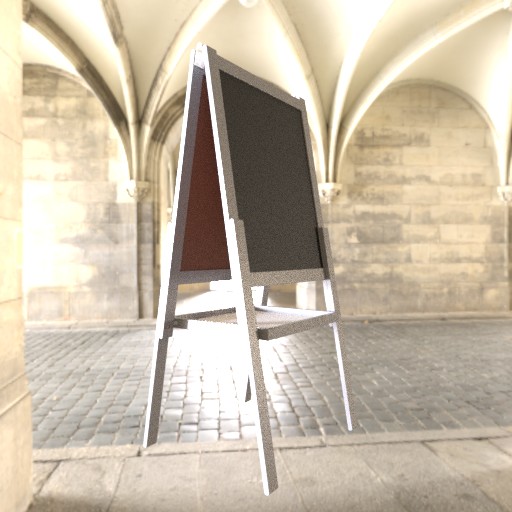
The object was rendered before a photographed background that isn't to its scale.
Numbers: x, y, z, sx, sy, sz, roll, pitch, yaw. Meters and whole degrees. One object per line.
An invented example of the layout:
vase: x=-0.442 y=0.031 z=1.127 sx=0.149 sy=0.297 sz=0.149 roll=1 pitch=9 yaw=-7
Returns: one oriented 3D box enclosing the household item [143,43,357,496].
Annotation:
household item: x=0.000 y=0.000 z=1.433 sx=0.469 sy=1.172 sz=0.531 roll=0 pitch=1 yaw=36
